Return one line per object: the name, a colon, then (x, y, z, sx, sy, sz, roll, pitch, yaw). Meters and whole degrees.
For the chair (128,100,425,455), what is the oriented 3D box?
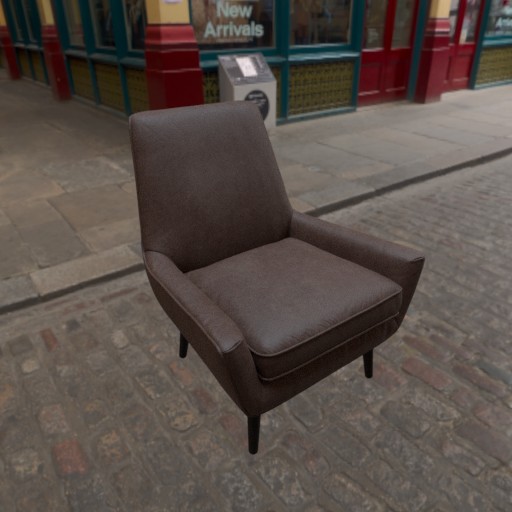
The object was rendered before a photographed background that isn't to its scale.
chair: (0.000, 0.000, 1.498, 0.787, 0.888, 0.824, -20, 34, -32)
